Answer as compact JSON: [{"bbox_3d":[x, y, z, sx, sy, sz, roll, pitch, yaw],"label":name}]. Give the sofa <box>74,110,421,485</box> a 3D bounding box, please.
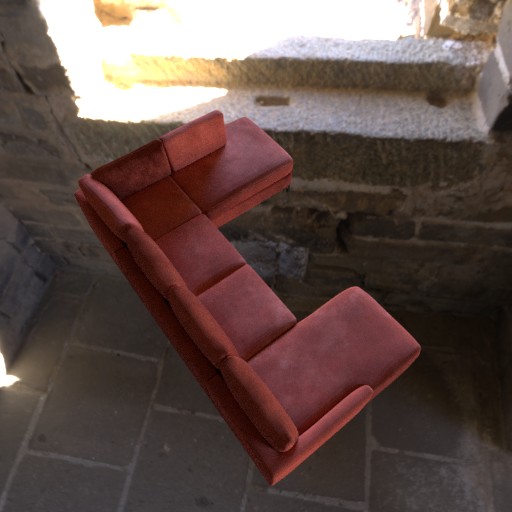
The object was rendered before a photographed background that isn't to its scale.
[{"bbox_3d":[0.000,0.000,3.849,1.981,0.858,2.971,-33,63,-19],"label":"sofa"}]
